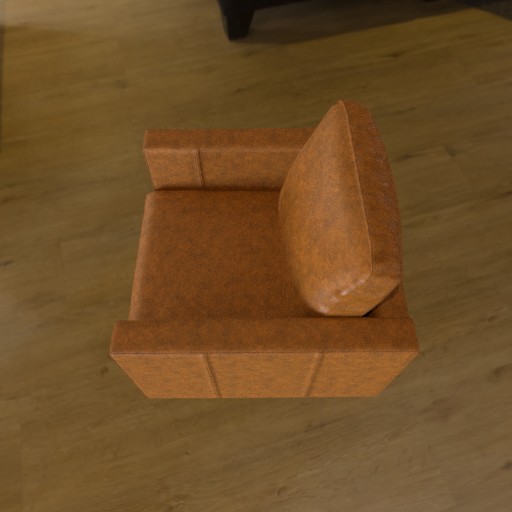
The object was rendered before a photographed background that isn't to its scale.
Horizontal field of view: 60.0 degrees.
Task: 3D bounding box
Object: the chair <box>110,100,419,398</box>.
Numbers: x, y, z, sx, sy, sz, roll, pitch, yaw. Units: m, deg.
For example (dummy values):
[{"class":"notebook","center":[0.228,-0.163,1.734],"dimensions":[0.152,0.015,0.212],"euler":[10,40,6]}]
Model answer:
[{"class":"chair","center":[0.000,0.000,1.639],"dimensions":[0.909,0.956,0.890],"euler":[-1,59,0]}]
